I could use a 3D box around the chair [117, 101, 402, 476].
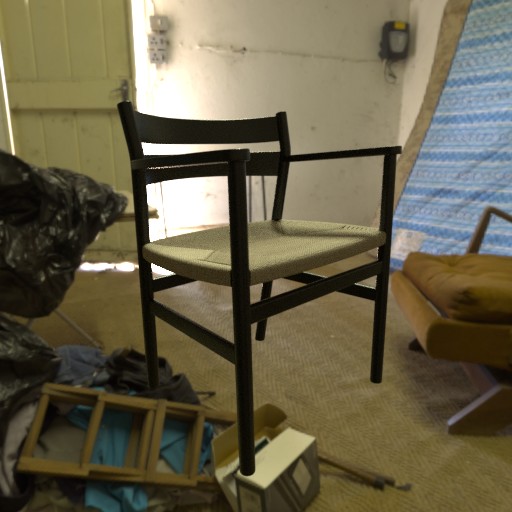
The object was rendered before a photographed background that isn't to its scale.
[{"bbox_3d":[0.000,0.000,1.189,0.630,0.775,0.508,-14,20,-43],"label":"chair"}]
